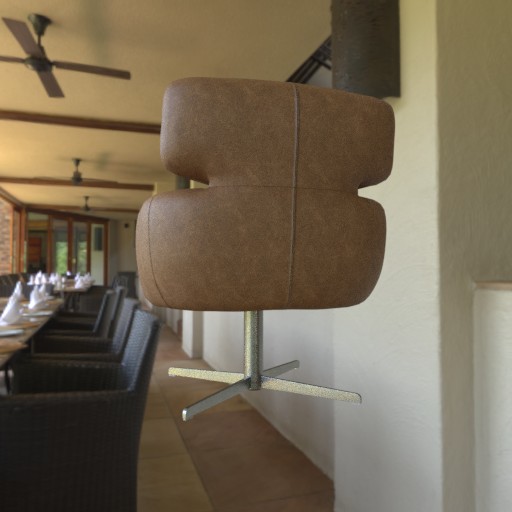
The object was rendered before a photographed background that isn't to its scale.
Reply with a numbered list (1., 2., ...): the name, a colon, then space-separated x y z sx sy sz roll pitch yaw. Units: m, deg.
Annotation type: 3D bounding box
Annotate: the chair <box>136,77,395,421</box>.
1. chair: 0.000 0.000 1.347 0.706 0.812 0.715 0 -2 -15
